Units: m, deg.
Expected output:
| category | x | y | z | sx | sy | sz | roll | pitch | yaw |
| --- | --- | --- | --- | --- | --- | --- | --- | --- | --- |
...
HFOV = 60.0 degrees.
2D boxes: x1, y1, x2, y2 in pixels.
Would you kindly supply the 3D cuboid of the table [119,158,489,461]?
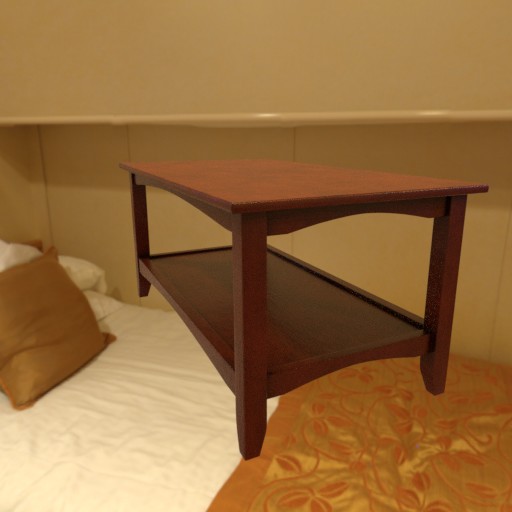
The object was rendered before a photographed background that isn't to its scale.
| category | x | y | z | sx | sy | sz | roll | pitch | yaw |
| --- | --- | --- | --- | --- | --- | --- | --- | --- | --- |
| table | 0.000 | 0.000 | 1.201 | 0.533 | 0.456 | 0.943 | -7 | 17 | -25 |
